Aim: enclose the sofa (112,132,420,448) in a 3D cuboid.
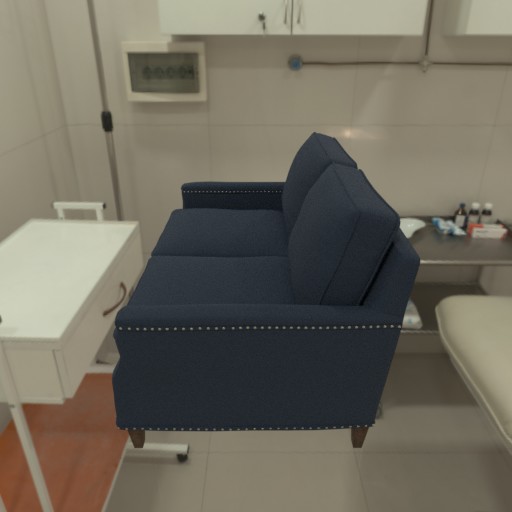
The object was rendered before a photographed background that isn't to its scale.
[{"bbox_3d":[0.000,0.000,2.240,1.084,1.003,1.597,0,26,0],"label":"sofa"}]
